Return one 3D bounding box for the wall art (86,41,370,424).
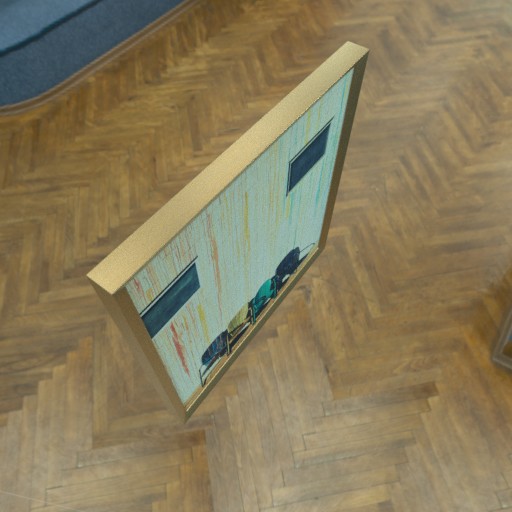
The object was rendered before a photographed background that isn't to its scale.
[{"bbox_3d":[0.000,0.000,0.746,0.037,0.505,0.505,32,62,19],"label":"wall art"}]
